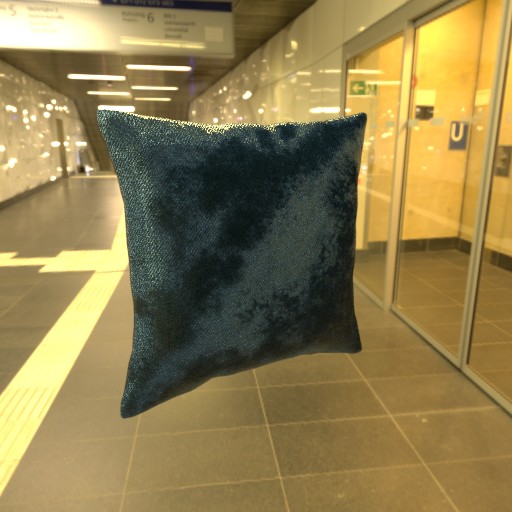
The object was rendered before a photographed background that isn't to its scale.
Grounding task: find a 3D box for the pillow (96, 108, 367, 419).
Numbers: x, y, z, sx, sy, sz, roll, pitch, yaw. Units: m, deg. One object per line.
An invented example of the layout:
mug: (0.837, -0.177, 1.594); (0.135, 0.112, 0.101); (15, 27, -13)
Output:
pillow: (0.000, 0.000, 0.679); (0.436, 0.430, 0.138); (-7, 16, -26)
